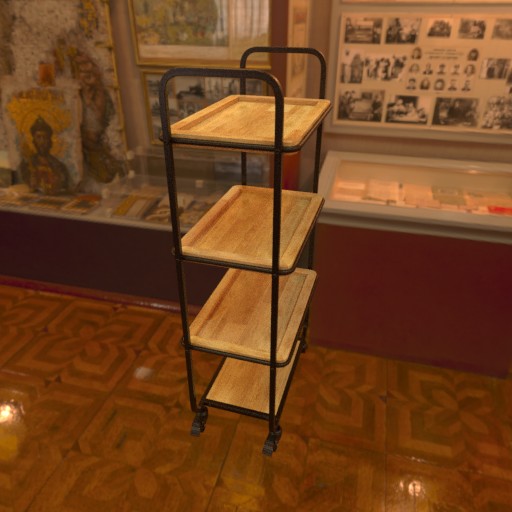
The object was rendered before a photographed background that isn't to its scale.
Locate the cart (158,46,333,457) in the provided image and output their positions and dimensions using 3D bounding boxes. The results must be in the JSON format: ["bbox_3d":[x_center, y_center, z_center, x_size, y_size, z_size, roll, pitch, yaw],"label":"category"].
[{"bbox_3d":[0.000,0.000,1.307,0.321,1.080,0.545,8,31,15],"label":"cart"}]
